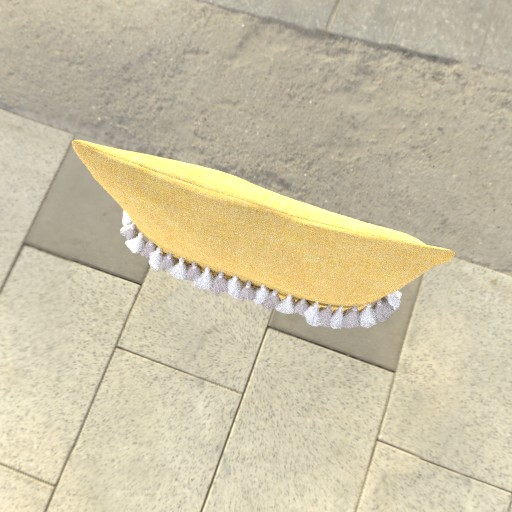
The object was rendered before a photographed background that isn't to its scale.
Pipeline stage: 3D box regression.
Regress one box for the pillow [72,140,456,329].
[{"bbox_3d":[0.000,0.000,0.738,0.485,0.481,0.167,17,78,4],"label":"pillow"}]
